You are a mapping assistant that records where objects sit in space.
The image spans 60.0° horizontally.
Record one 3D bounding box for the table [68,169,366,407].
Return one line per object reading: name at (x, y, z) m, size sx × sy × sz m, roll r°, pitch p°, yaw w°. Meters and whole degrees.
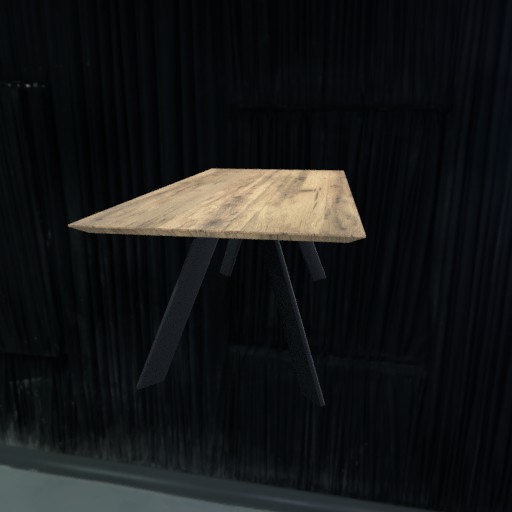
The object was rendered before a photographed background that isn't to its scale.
table at (0.000, 0.000, 2.509) m, size 1.000 × 0.770 × 2.000 m, roll 3°, pitch 17°, yaw 8°
